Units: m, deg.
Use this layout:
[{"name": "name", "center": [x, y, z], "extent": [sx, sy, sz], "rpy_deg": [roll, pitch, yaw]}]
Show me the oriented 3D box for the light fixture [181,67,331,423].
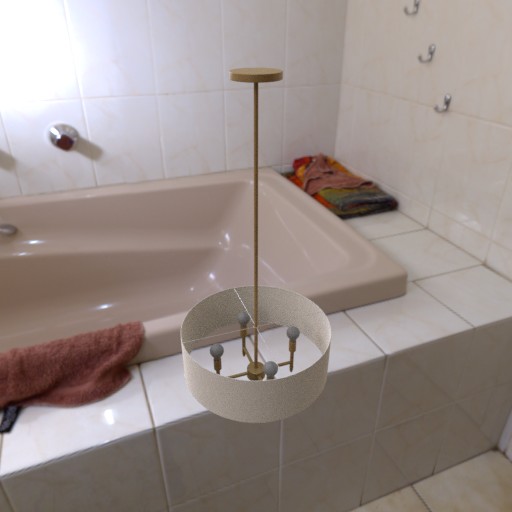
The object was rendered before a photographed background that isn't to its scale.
[{"name": "light fixture", "center": [0.000, 0.000, 1.374], "extent": [0.508, 1.067, 0.508], "rpy_deg": [0, 29, 0]}]
